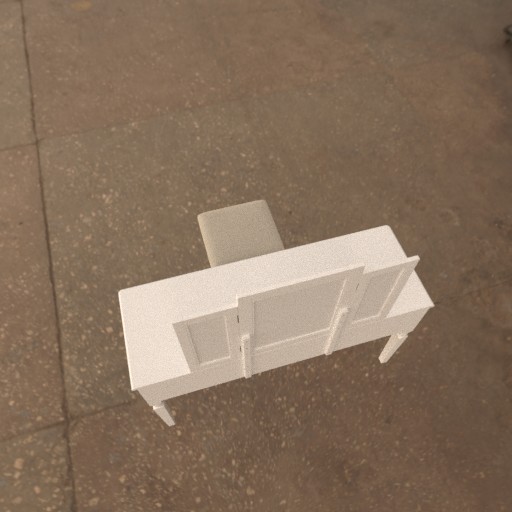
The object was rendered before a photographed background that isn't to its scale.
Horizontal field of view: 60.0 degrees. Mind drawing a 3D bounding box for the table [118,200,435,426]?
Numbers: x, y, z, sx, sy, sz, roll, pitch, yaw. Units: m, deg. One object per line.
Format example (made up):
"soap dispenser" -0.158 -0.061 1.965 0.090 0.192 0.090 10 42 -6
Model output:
"table" 0.000 0.000 2.269 1.369 1.310 1.115 -14 58 -9
